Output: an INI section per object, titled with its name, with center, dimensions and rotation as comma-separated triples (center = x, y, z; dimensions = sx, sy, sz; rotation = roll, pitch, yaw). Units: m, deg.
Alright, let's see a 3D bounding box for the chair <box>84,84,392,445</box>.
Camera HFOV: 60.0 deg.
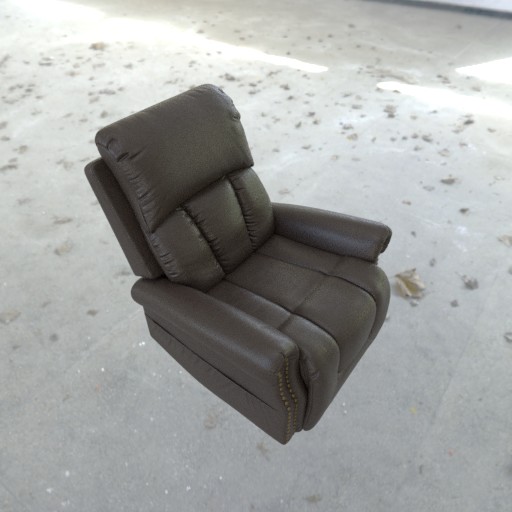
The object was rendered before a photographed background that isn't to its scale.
[chair]
center = 0.000, 0.000, 1.736
dimensions = 0.978, 1.028, 0.869
rotation = 26, 47, 27
